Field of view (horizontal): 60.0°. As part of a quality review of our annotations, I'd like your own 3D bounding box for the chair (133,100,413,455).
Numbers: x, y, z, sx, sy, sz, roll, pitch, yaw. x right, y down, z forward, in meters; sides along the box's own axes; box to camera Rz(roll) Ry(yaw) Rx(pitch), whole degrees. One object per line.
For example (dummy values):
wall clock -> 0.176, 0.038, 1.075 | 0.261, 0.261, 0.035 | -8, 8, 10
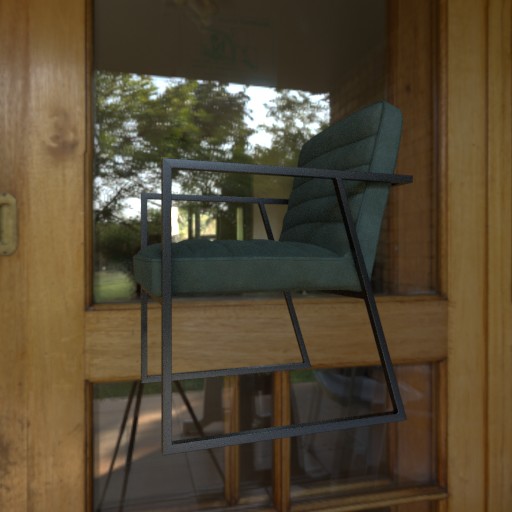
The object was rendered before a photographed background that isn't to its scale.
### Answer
chair -> 0.000, 0.000, 1.294 | 0.677, 0.833, 0.571 | 0, 0, -19
